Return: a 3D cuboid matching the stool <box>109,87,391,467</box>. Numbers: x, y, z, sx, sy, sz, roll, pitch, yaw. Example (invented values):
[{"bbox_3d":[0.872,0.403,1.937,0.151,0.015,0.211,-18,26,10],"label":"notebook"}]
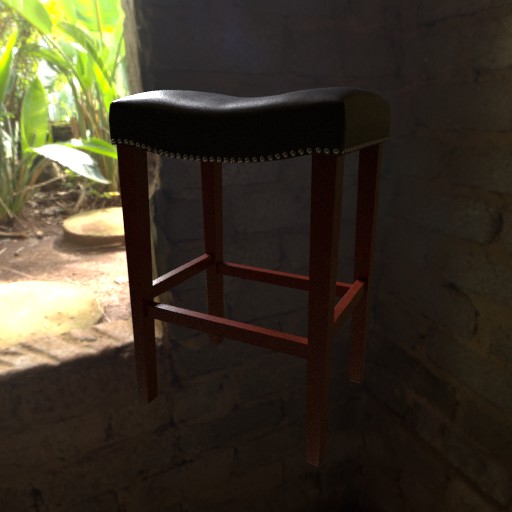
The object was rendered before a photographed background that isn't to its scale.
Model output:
[{"bbox_3d":[0.000,0.000,1.053,0.504,0.742,0.372,9,21,26],"label":"stool"}]
